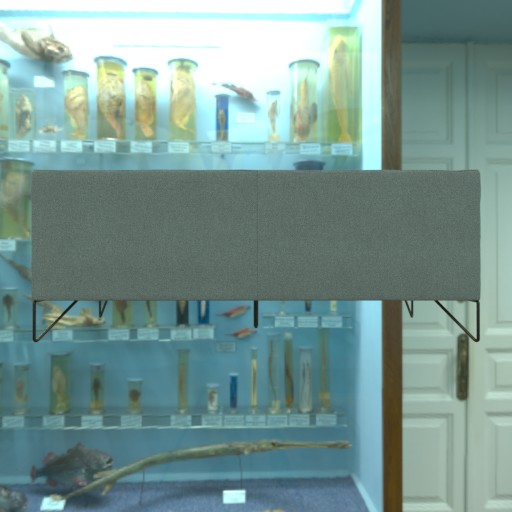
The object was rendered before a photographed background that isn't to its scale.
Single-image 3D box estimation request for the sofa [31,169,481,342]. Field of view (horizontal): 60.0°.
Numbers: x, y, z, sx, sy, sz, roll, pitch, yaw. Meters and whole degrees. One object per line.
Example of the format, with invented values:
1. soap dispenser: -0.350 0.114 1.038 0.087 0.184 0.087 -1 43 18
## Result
1. sofa: 0.000 0.000 2.462 2.079 0.798 0.912 0 0 0
